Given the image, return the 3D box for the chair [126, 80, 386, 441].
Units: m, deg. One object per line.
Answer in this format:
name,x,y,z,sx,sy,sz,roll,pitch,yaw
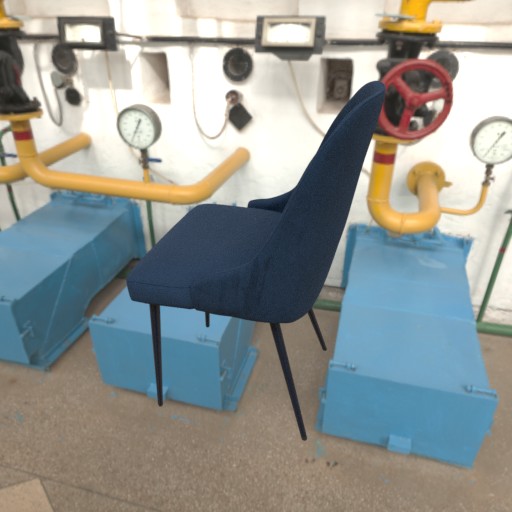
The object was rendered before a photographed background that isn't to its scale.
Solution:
chair,0.000,0.000,1.208,0.559,0.896,0.478,8,31,14
